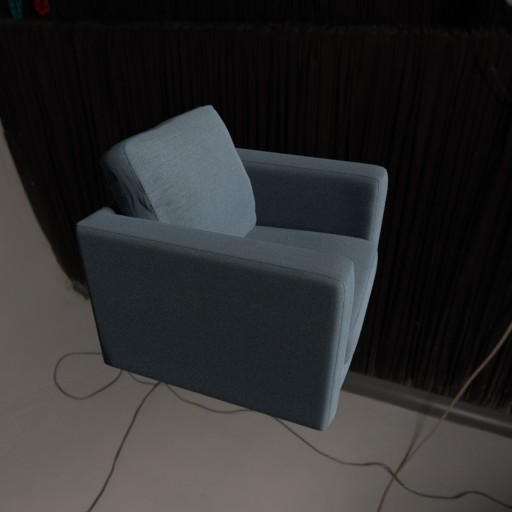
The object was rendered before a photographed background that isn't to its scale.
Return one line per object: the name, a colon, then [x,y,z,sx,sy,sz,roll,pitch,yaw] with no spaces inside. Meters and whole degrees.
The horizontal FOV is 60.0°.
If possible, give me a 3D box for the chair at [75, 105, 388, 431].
chair: [0.000,0.000,1.590,0.820,0.922,0.855,11,32,18]
